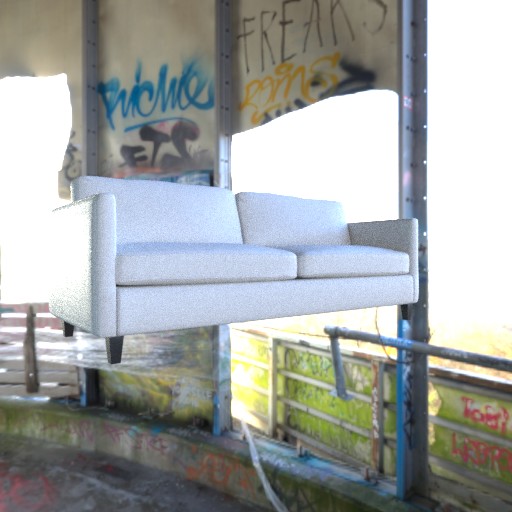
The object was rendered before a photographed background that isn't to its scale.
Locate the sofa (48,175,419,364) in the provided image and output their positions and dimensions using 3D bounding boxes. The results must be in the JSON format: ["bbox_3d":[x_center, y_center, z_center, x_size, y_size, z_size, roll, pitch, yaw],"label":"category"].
[{"bbox_3d":[0.000,0.000,3.002,2.434,0.965,0.948,0,0,-37],"label":"sofa"}]
